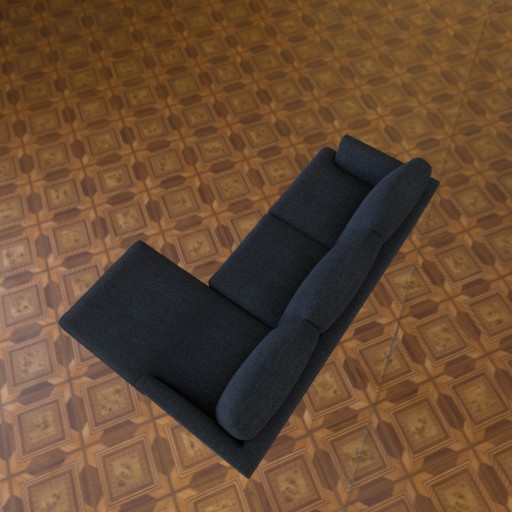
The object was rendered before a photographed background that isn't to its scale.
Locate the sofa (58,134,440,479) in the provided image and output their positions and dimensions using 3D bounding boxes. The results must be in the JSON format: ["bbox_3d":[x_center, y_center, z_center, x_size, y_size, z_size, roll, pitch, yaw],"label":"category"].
[{"bbox_3d":[0.000,0.000,2.982,1.504,0.956,2.233,33,67,16],"label":"sofa"}]
